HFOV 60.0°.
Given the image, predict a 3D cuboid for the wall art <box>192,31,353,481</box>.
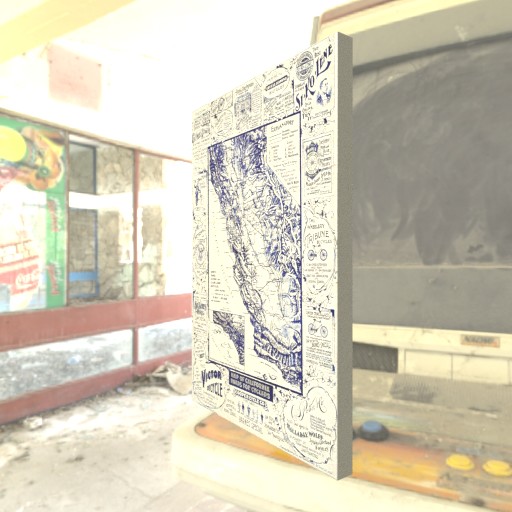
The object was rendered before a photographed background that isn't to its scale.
[{"bbox_3d":[0.000,0.000,0.958,0.039,0.753,0.511,0,0,-36],"label":"wall art"}]
